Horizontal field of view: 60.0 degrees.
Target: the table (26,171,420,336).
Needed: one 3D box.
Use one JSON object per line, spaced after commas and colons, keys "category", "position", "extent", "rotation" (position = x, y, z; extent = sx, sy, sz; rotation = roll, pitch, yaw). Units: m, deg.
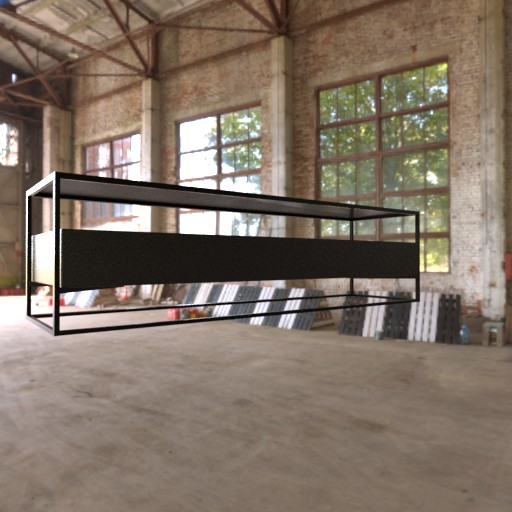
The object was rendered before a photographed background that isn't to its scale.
{"category": "table", "position": [0.000, 0.000, 1.660], "extent": [1.486, 0.395, 0.399], "rotation": [0, -1, -36]}
